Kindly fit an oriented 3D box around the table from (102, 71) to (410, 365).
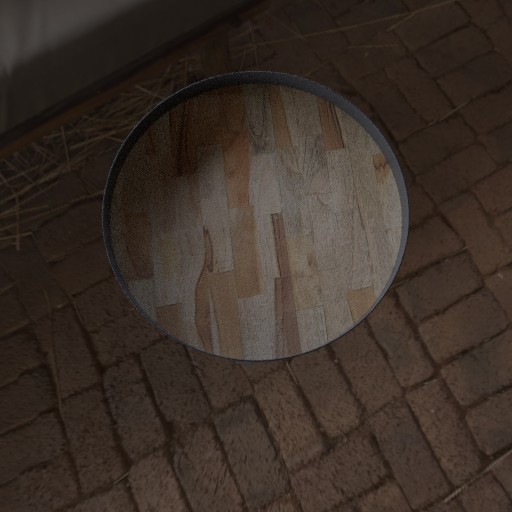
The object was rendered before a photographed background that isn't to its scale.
[{"bbox_3d":[0.000,0.000,0.858,0.406,0.559,0.406,0,76,0],"label":"table"}]
